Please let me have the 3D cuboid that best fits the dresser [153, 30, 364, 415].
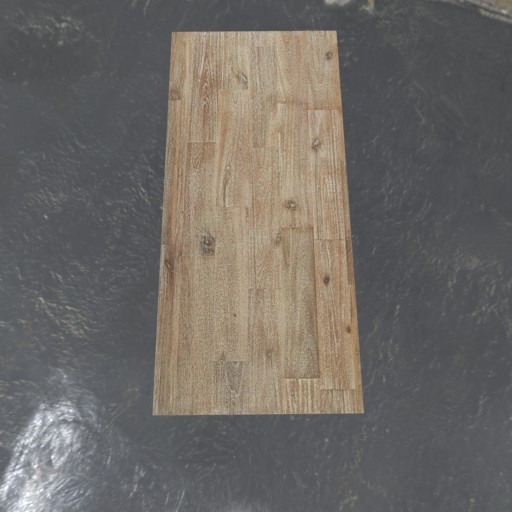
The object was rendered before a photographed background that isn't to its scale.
[{"bbox_3d":[0.000,0.000,1.581,0.455,1.029,0.998,-1,74,0],"label":"dresser"}]
